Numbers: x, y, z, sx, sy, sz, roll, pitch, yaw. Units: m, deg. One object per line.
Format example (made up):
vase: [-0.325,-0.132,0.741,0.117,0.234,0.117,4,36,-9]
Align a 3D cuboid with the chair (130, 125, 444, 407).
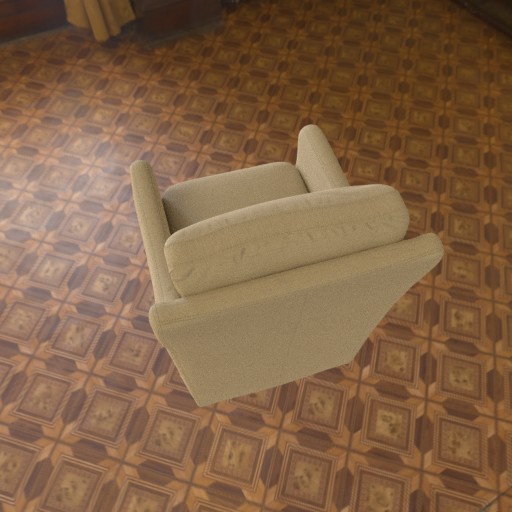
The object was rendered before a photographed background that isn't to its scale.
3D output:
chair: [0.000,0.000,1.335,0.626,0.914,0.694,-14,58,-9]
